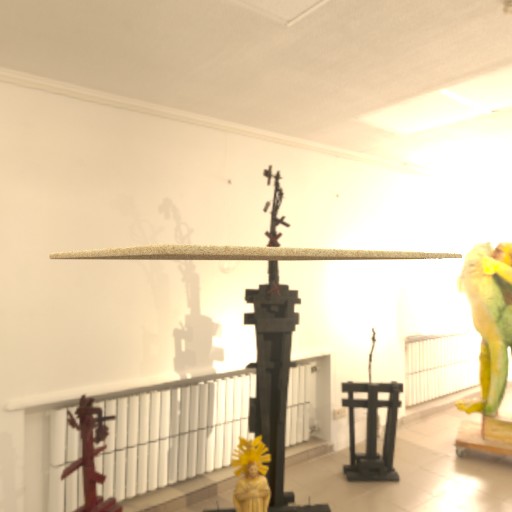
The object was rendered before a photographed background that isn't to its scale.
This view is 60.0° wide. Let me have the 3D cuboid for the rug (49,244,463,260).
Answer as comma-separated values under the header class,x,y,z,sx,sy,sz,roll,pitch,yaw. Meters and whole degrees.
class,x,y,z,sx,sy,sz,roll,pitch,yaw
rug,0.000,0.000,3.394,2.528,0.048,2.009,1,-1,-38
